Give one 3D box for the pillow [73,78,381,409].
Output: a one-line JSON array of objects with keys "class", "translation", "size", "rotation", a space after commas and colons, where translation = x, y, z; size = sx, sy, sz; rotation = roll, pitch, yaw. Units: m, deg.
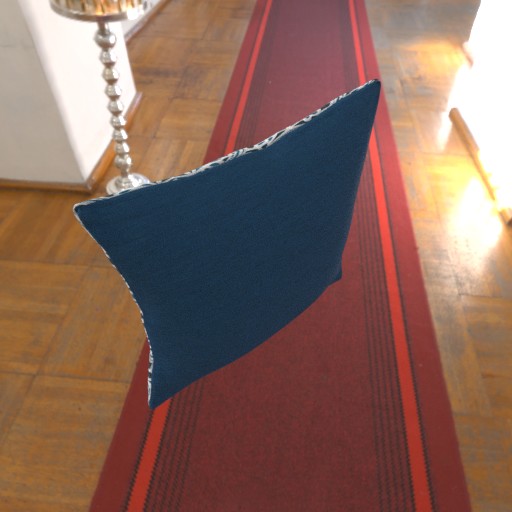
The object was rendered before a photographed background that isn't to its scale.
[{"class": "pillow", "translation": [0.000, 0.000, 0.653], "size": [0.440, 0.420, 0.145], "rotation": [-31, 54, -26]}]
